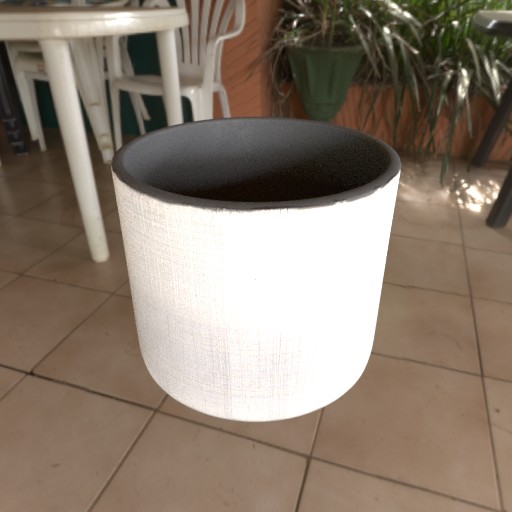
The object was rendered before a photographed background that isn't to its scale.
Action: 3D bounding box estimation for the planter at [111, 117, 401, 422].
[{"bbox_3d":[0.000,0.000,0.450,0.254,0.221,0.254,0,31,0],"label":"planter"}]
